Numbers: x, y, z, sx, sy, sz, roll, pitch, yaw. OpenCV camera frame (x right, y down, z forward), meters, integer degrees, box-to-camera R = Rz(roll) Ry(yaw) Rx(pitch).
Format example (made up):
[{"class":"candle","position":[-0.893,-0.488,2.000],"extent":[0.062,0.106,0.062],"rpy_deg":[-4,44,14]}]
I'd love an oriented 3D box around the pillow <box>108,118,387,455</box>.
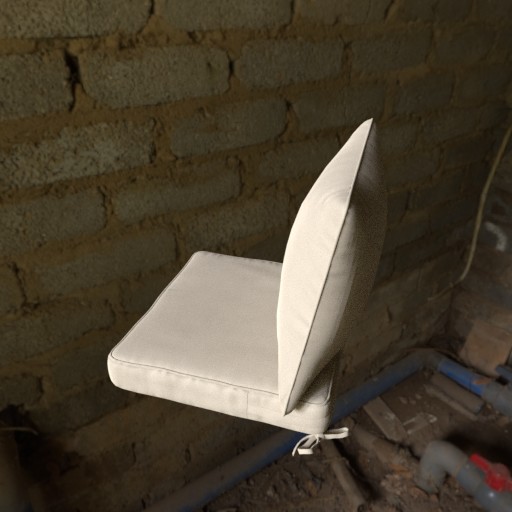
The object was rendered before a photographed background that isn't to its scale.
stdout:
[{"class":"pillow","position":[0.000,0.000,1.360],"extent":[0.733,0.716,0.798],"rpy_deg":[8,31,14]}]
